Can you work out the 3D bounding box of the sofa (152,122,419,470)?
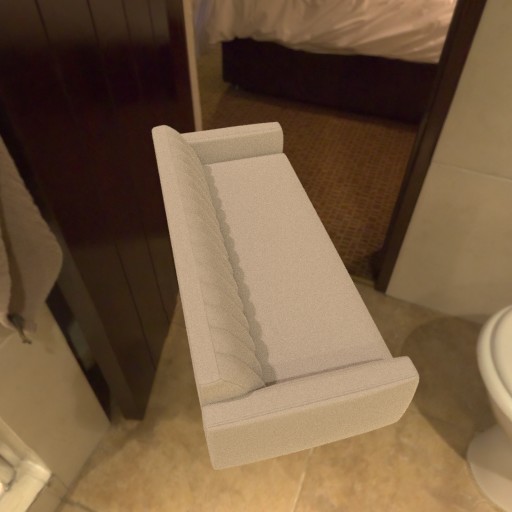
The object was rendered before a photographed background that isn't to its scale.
[{"bbox_3d":[0.000,0.000,2.761,0.990,0.821,2.291,-10,47,-10],"label":"sofa"}]
